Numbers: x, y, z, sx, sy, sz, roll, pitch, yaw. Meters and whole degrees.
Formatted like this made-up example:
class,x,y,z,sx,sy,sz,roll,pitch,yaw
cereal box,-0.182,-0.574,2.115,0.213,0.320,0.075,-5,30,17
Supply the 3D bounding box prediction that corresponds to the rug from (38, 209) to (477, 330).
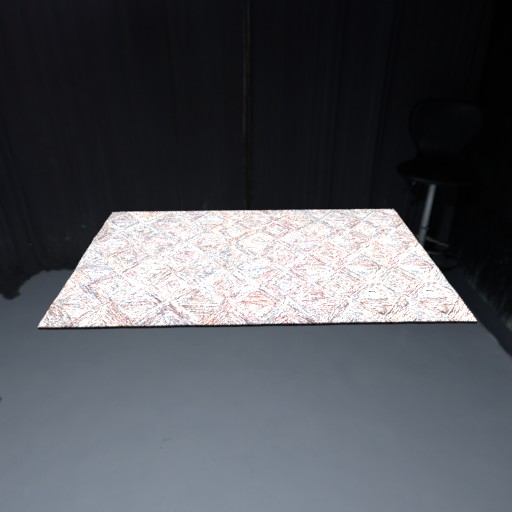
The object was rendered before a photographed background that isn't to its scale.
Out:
class,x,y,z,sx,sy,sz,roll,pitch,yaw
rug,0.000,0.000,2.256,1.761,0.014,1.143,-1,29,-1
